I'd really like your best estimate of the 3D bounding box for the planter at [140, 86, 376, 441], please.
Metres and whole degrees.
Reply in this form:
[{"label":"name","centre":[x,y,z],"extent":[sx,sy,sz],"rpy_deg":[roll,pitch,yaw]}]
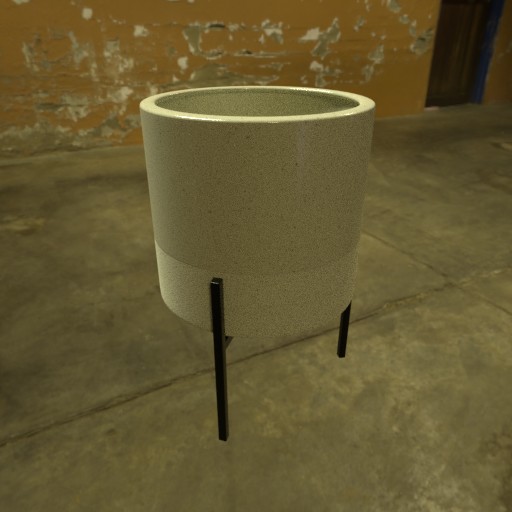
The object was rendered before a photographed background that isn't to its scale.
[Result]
[{"label":"planter","centre":[0.000,0.000,0.342],"extent":[0.152,0.230,0.159],"rpy_deg":[9,28,16]}]
